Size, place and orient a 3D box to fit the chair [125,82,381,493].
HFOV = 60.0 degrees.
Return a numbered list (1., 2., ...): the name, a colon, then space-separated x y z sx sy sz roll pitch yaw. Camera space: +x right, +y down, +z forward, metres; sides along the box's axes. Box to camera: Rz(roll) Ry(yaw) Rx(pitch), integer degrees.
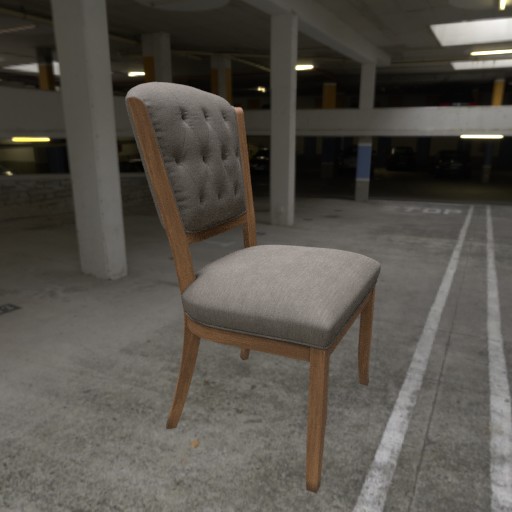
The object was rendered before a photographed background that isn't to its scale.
1. chair: 0.000 0.000 1.211 0.584 0.905 0.513 8 18 26
